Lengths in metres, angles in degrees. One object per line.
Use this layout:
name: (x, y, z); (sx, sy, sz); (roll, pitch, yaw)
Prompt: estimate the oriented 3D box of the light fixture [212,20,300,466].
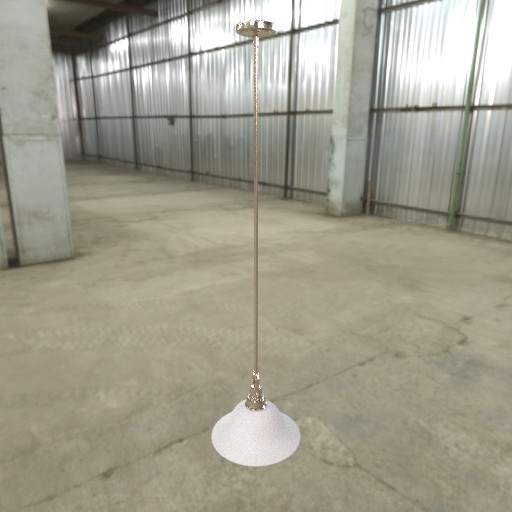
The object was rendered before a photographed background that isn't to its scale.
light fixture: (0.000, 0.000, 1.434); (0.324, 1.354, 0.324); (-2, 16, -9)
